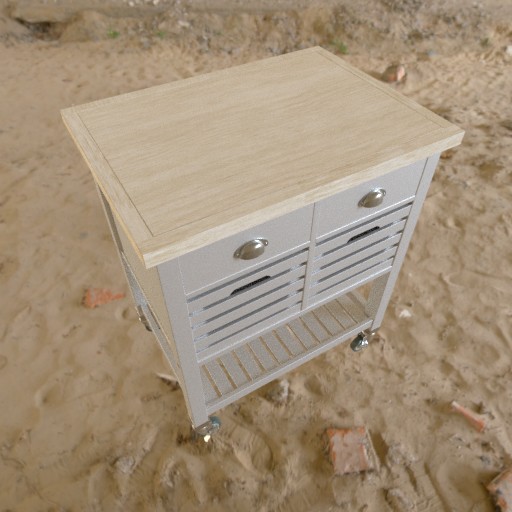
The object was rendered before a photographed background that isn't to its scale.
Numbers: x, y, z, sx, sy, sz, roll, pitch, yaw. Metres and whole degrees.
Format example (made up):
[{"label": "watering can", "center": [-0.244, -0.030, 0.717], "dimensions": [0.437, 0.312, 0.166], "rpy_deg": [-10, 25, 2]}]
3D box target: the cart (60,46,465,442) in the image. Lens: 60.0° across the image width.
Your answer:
[{"label": "cart", "center": [0.000, 0.000, 1.358], "dimensions": [0.762, 0.914, 0.559], "rpy_deg": [-23, 51, -20]}]
